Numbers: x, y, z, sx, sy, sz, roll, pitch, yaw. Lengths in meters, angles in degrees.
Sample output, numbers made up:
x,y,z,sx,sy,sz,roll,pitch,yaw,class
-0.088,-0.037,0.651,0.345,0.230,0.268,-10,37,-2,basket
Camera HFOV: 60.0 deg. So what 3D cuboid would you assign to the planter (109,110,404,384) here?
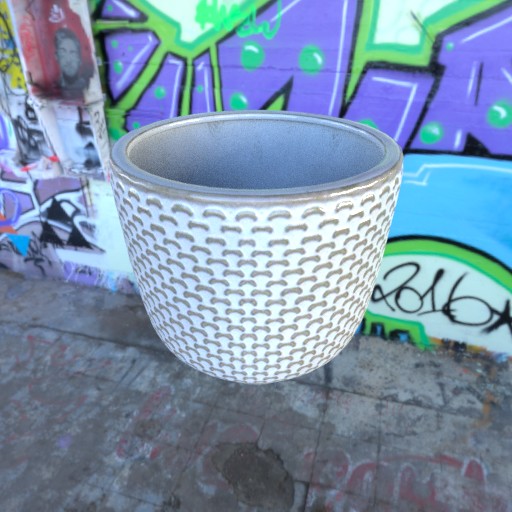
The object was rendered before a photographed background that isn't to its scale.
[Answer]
x,y,z,sx,sy,sz,roll,pitch,yaw,class
0.000,0.000,0.305,0.173,0.160,0.173,0,30,0,planter
